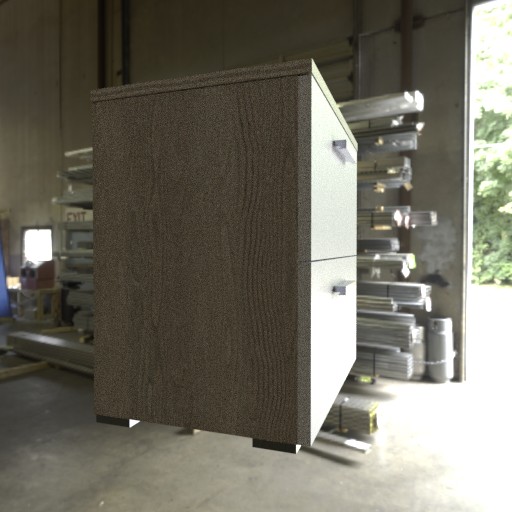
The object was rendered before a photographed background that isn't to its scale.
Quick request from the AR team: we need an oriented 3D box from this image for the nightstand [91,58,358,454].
[{"bbox_3d":[0.000,0.000,0.766,0.325,0.461,0.442,0,1,19],"label":"nightstand"}]
